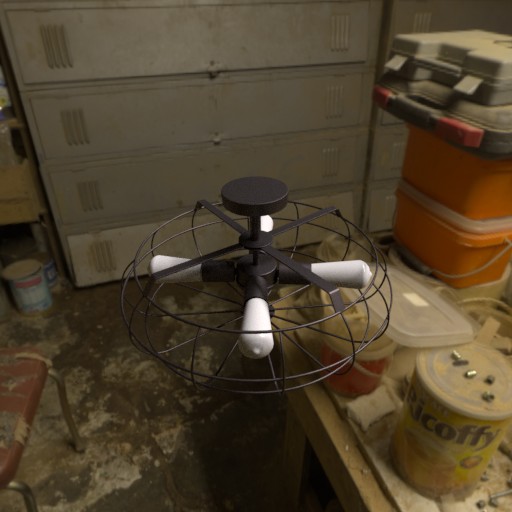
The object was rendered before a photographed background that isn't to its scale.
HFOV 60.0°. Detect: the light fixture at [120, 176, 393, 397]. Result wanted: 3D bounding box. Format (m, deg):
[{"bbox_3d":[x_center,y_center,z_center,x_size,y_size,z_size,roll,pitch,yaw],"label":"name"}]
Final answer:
[{"bbox_3d":[0.000,0.000,0.946,0.582,0.311,0.582,0,32,0],"label":"light fixture"}]
